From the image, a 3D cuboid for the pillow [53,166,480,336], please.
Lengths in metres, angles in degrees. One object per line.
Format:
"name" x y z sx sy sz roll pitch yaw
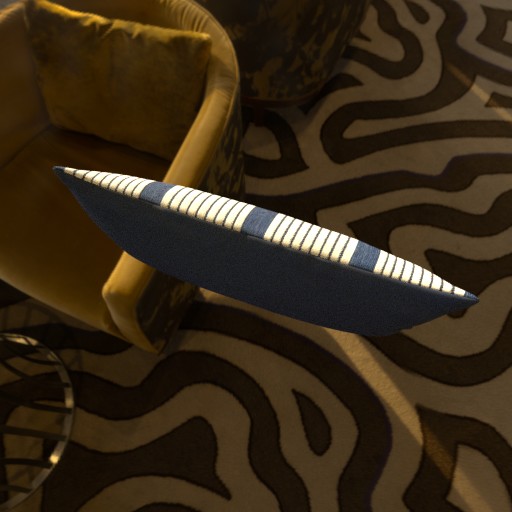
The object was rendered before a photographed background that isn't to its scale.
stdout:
"pillow" 0.000 0.000 0.734 0.608 0.292 0.156 18 66 8
